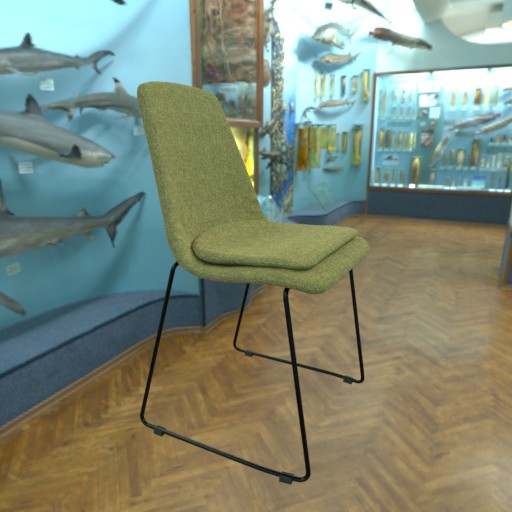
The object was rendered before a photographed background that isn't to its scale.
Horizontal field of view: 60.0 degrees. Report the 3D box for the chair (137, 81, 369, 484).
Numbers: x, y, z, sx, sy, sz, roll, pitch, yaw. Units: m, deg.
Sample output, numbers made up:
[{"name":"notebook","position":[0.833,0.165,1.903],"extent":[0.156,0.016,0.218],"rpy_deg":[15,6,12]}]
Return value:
[{"name":"chair","position":[0.000,0.000,1.129],"extent":[0.496,0.849,0.479],"rpy_deg":[8,17,27]}]
